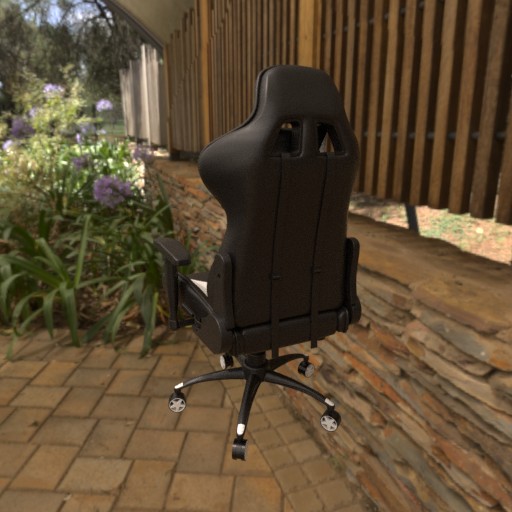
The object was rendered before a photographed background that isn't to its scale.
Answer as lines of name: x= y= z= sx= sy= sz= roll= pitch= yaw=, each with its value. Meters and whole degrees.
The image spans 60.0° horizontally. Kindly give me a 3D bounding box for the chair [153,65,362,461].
chair: x=0.000 y=0.000 z=1.689 sx=0.730 sy=1.285 sz=0.695 roll=-7 pitch=17 yaw=-25
